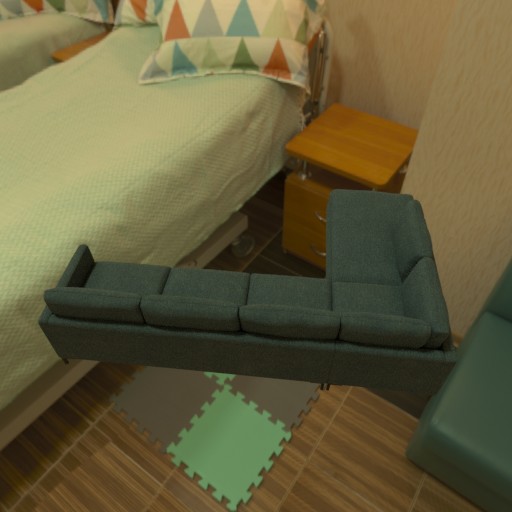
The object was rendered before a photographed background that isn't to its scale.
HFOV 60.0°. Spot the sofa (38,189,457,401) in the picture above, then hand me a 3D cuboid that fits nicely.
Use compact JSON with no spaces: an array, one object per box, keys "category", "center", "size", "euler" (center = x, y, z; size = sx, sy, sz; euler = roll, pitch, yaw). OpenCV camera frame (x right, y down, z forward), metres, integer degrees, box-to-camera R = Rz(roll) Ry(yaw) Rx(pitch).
[{"category":"sofa","center":[0.000,0.000,3.840],"size":[2.949,0.815,2.007],"euler":[5,47,4]}]
